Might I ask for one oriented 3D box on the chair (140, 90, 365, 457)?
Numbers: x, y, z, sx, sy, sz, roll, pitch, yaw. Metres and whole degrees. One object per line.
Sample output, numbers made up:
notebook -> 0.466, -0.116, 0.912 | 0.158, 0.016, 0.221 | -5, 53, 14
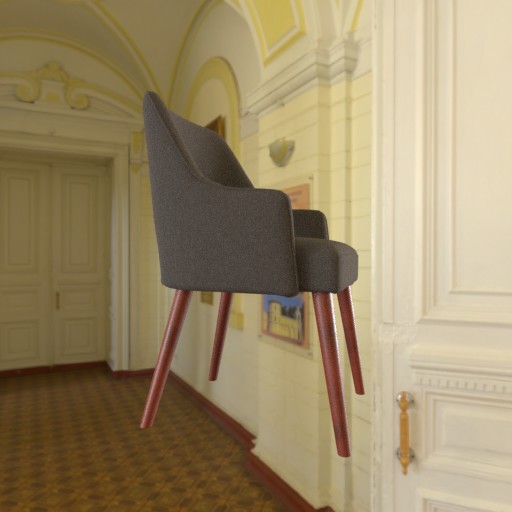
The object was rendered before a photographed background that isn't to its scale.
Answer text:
chair -> 0.000, 0.000, 1.221 | 0.560, 0.838, 0.559 | 0, 1, 18
